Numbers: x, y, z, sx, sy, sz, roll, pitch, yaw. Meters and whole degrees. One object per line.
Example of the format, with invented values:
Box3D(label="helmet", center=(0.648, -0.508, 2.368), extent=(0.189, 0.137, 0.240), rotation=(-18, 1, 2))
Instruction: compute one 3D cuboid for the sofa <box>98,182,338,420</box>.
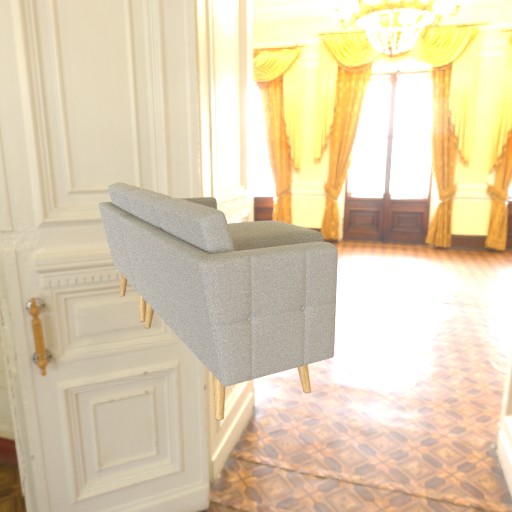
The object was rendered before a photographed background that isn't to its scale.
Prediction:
Box3D(label="sofa", center=(0.000, 0.000, 2.787), extent=(1.530, 0.860, 2.040), rotation=(-7, 15, -28))
